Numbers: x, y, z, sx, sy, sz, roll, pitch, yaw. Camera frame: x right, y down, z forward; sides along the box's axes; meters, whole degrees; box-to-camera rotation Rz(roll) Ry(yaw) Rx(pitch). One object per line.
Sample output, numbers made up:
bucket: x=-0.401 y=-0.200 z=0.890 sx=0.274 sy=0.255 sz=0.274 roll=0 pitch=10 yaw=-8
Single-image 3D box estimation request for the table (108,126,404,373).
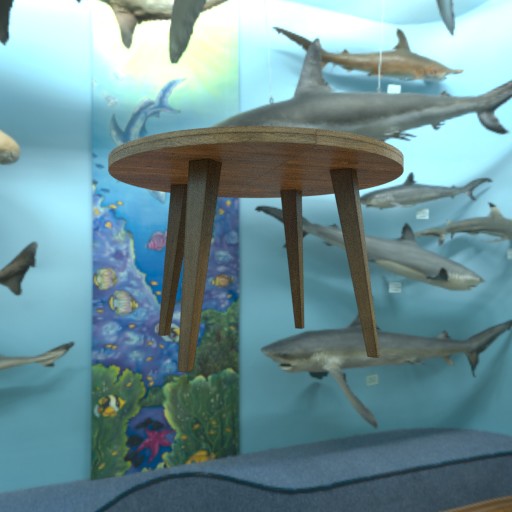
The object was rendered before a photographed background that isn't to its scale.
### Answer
table: x=0.000 y=0.000 z=1.916 sx=1.213 sy=0.764 sz=1.213 roll=0 pitch=0 yaw=0
